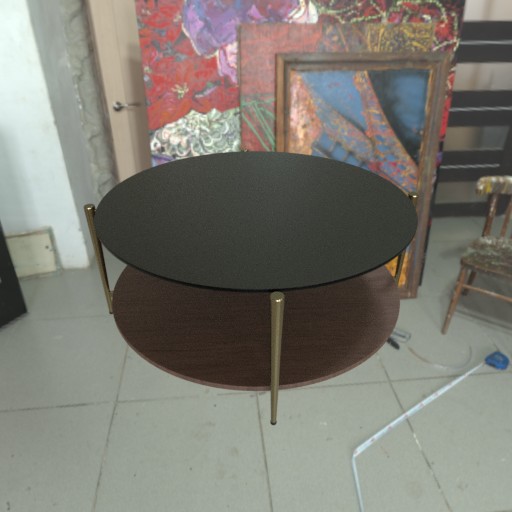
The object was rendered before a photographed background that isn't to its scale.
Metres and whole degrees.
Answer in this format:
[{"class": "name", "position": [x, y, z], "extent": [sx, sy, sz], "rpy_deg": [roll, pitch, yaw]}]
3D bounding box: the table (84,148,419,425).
[{"class": "table", "position": [0.000, 0.000, 1.448], "extent": [0.938, 0.400, 0.938], "rpy_deg": [-20, 36, -30]}]
